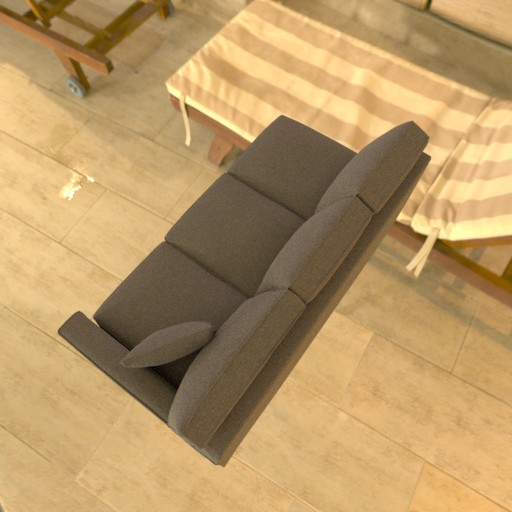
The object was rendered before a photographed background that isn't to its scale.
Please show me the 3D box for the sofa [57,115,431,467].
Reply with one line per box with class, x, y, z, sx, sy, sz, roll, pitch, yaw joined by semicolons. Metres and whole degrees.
sofa;0.000;0.000;2.520;1.034;0.946;1.963;34;68;15
